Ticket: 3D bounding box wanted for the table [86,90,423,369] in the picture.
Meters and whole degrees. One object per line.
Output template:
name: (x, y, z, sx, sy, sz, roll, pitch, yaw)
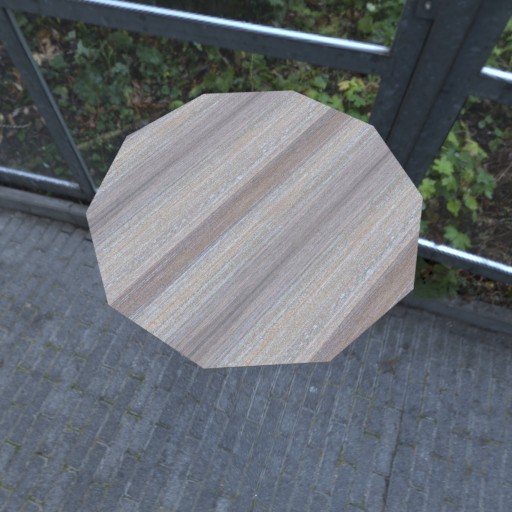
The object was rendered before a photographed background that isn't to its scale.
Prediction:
table: (0.000, 0.000, 1.888, 1.186, 0.752, 1.186, 0, 62, 0)
